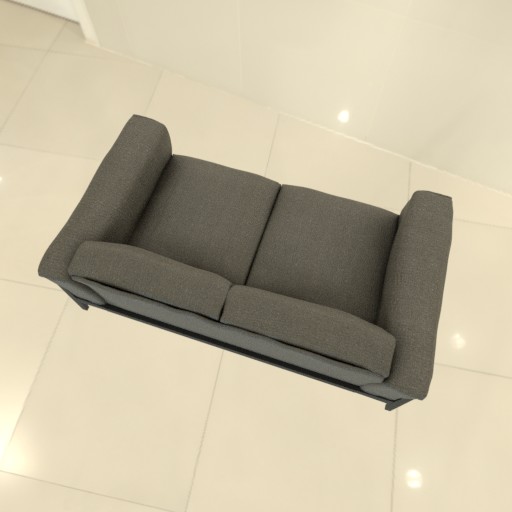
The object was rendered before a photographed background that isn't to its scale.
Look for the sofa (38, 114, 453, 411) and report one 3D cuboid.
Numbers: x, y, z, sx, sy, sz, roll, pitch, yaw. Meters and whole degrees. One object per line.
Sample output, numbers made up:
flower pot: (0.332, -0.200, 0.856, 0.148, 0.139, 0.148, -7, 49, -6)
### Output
sofa: (0.000, 0.000, 2.166, 1.690, 0.656, 0.960, 16, 65, 8)
